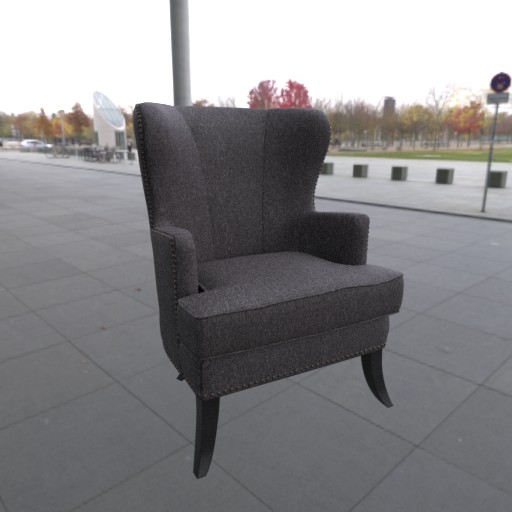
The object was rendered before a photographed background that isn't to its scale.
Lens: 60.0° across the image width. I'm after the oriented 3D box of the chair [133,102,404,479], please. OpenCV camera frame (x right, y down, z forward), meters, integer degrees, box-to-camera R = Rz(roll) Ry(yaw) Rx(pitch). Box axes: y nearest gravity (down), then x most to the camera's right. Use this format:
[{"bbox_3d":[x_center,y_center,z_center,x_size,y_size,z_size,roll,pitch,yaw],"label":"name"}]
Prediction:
[{"bbox_3d":[0.000,0.000,1.599,0.759,1.060,0.758,-8,17,-27],"label":"chair"}]
